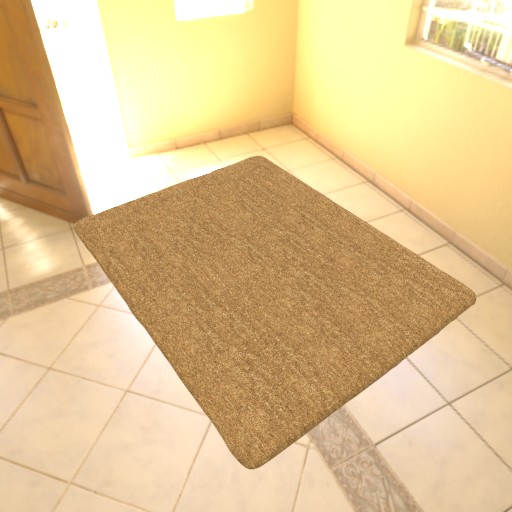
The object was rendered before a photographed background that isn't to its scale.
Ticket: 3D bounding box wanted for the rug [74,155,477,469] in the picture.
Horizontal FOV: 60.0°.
[{"bbox_3d":[0.000,0.000,3.770,2.242,0.050,2.873,-26,47,-27],"label":"rug"}]
